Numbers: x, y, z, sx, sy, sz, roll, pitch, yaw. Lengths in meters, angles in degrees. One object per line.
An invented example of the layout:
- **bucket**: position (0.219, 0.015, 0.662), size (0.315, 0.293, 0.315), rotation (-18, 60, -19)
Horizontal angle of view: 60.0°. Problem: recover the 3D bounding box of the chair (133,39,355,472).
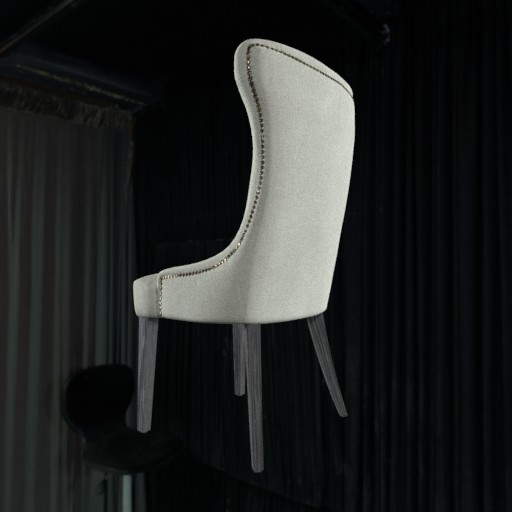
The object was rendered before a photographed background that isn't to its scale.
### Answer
- **chair**: position (0.000, 0.000, 1.402), size (0.590, 1.065, 0.584), rotation (-1, -2, 36)
